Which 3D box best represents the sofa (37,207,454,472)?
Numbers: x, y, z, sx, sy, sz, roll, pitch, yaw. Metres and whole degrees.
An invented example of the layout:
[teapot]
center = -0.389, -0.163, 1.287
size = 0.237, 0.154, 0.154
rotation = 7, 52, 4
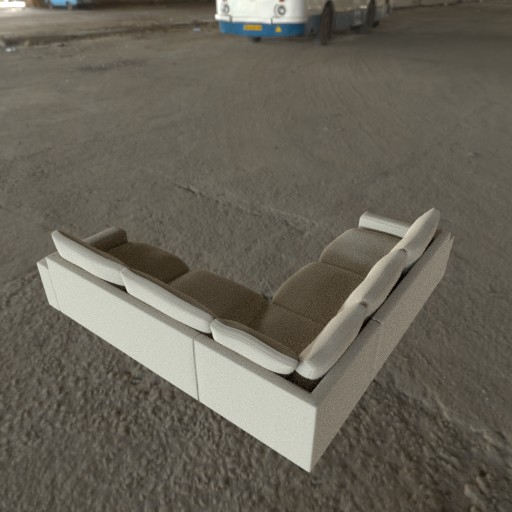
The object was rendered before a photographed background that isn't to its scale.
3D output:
[sofa]
center = 0.000, 0.000, 4.715
size = 3.206, 0.918, 3.066
rotation = 21, 38, 30
